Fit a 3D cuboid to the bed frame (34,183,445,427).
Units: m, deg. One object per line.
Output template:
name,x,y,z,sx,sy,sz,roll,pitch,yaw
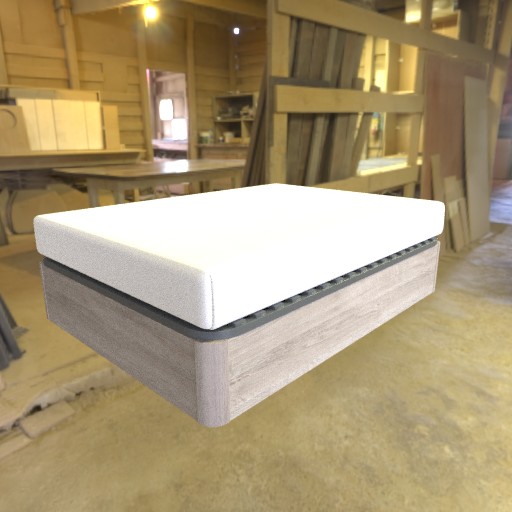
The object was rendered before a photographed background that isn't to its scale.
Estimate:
bed frame,0.000,0.000,2.536,1.400,0.561,1.900,15,22,41
